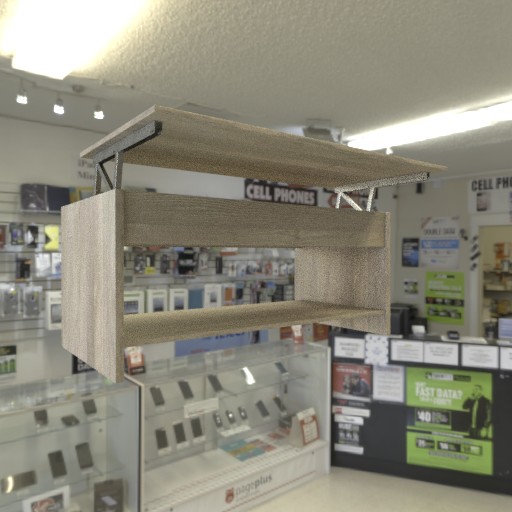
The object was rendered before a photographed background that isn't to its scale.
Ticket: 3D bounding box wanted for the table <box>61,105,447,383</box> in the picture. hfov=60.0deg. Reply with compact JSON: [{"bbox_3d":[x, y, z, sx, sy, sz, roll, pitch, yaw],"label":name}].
[{"bbox_3d":[0.000,0.000,1.408,1.000,0.570,0.712,0,0,-37],"label":"table"}]
